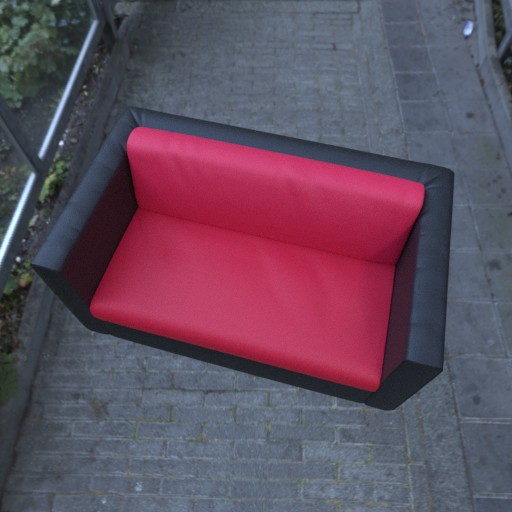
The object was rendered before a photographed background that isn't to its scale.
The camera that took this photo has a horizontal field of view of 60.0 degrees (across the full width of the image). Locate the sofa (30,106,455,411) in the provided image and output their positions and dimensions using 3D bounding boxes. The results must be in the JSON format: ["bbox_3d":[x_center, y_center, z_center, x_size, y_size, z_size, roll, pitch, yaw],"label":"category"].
[{"bbox_3d":[0.000,0.000,1.893,1.410,0.735,0.845,13,60,8],"label":"sofa"}]
